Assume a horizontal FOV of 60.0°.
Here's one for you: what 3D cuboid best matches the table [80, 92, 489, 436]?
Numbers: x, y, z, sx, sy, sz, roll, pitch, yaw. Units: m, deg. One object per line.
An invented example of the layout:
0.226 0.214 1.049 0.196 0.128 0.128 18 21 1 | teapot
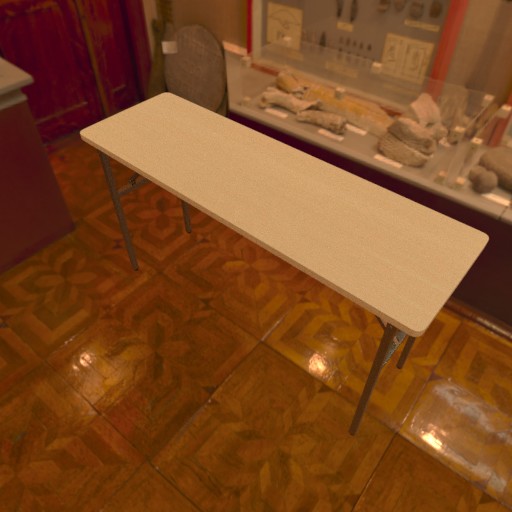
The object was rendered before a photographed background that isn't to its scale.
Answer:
0.000 0.000 1.736 1.397 0.750 0.446 32 53 27 | table
